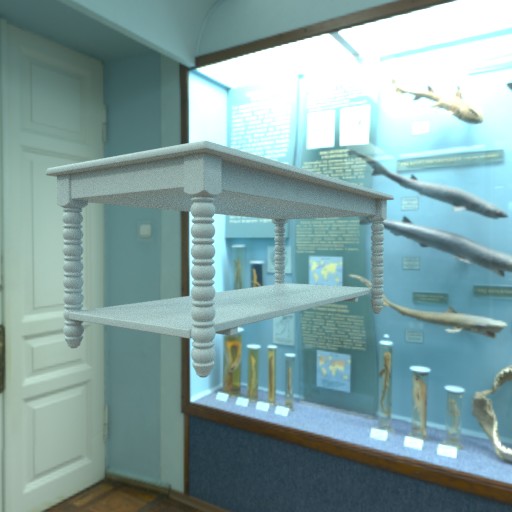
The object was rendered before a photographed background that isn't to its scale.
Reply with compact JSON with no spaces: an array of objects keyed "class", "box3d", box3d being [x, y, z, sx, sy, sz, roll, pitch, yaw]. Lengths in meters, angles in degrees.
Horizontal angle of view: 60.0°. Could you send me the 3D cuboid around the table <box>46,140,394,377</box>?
[{"class":"table","box3d":[0.000,0.000,1.516,0.580,0.487,1.171,1,2,35]}]
